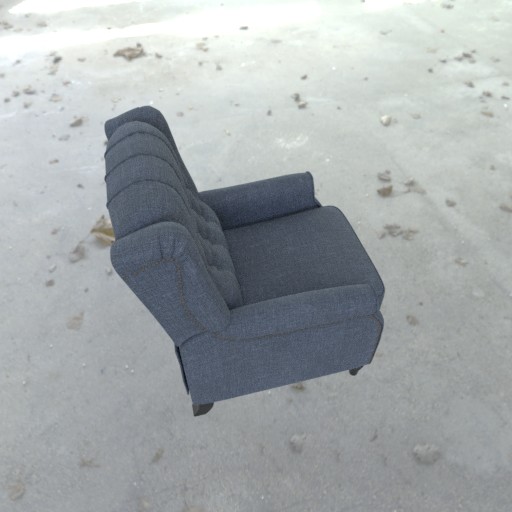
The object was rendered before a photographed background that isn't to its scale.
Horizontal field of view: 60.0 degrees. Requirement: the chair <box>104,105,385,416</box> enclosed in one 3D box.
[{"bbox_3d":[0.000,0.000,1.674,0.898,1.035,0.742,-11,48,-10],"label":"chair"}]
